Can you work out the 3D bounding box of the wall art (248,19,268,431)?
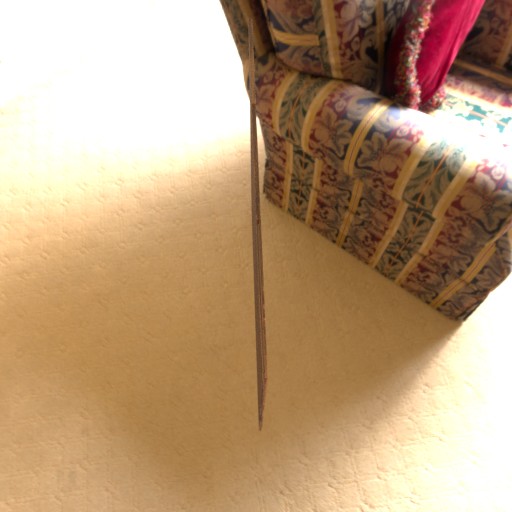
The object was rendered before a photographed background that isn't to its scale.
[{"bbox_3d":[0.000,0.000,1.791,0.013,1.213,1.215,-2,63,-1],"label":"wall art"}]
